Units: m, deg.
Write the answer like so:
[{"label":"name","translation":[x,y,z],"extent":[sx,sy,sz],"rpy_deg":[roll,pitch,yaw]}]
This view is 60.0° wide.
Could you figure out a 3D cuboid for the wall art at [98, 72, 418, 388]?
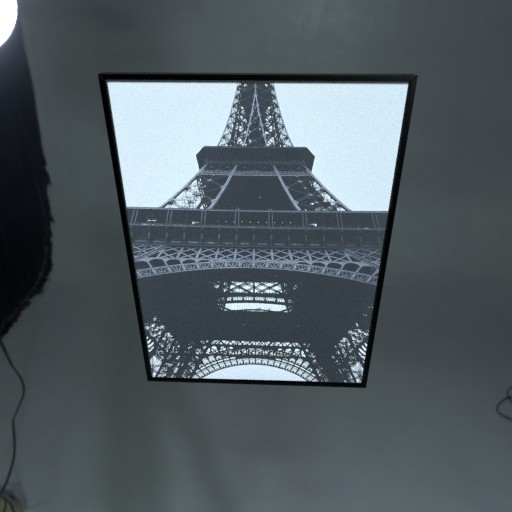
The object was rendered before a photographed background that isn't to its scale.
[{"label":"wall art","translation":[0.000,0.000,1.388],"extent":[0.805,1.062,0.040],"rpy_deg":[1,29,2]}]
